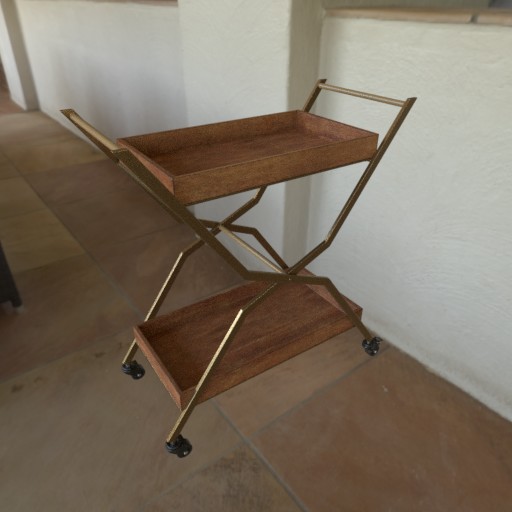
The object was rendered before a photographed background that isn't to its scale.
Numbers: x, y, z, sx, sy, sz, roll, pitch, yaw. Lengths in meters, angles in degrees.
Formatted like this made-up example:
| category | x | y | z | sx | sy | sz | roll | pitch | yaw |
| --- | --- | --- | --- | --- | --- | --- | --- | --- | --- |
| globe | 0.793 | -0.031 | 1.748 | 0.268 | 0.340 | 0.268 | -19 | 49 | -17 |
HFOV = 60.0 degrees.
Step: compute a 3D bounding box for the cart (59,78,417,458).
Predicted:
| category | x | y | z | sx | sy | sz | roll | pitch | yaw |
| --- | --- | --- | --- | --- | --- | --- | --- | --- | --- |
| cart | 0.000 | 0.000 | 1.304 | 0.836 | 0.869 | 0.405 | -19 | 36 | -29 |
